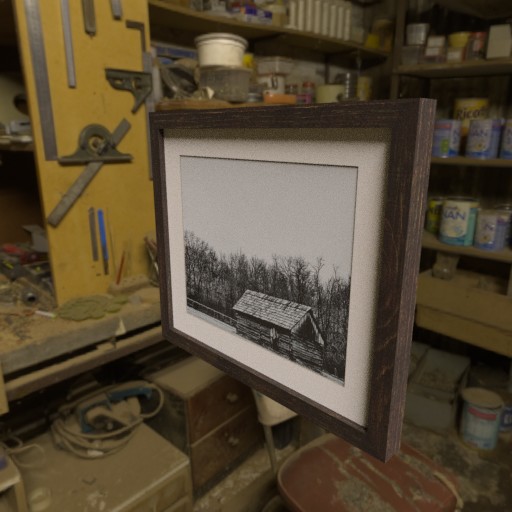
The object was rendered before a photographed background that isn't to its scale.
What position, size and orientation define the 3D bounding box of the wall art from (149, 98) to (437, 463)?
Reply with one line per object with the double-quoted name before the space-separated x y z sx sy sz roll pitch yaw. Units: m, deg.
"wall art" 0.000 0.000 0.520 0.031 0.330 0.381 -15 22 -43
